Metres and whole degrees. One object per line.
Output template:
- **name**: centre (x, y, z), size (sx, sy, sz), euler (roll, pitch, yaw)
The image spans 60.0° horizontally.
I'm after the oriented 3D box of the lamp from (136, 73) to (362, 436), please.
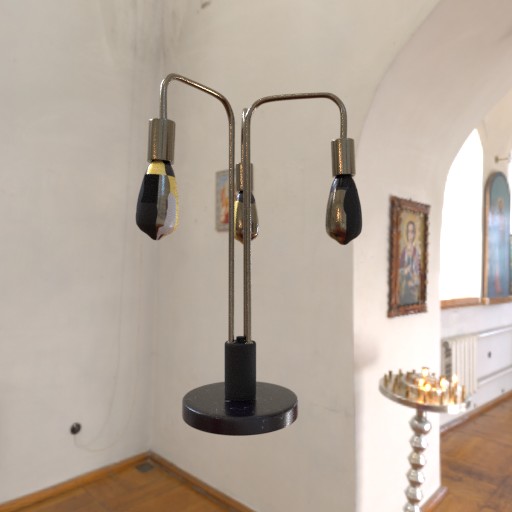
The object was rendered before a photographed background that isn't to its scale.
- **lamp**: centre (0.000, 0.000, 0.809), size (0.355, 0.560, 0.368), euler (0, 0, -1)
